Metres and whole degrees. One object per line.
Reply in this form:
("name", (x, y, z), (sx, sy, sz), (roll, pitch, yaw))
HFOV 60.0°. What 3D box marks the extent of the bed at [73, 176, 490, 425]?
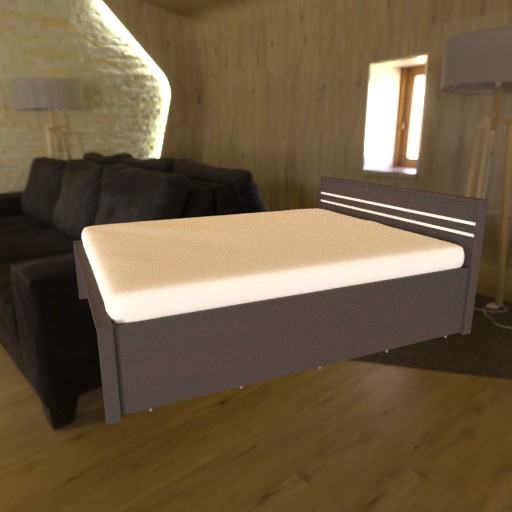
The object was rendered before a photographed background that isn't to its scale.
("bed", (0.000, 0.000, 2.857), (2.103, 0.808, 1.634), (-7, 17, -24))
